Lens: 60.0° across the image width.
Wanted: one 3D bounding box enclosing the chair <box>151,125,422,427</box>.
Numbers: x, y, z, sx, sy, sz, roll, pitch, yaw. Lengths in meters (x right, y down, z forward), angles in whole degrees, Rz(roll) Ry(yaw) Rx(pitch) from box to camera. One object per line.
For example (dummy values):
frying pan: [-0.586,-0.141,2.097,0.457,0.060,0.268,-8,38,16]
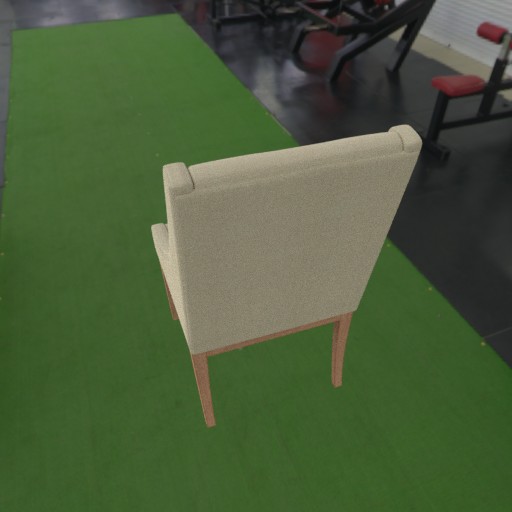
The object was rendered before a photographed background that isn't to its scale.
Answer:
chair: [0.000,0.000,1.387,0.575,1.021,0.611,-13,44,-14]
